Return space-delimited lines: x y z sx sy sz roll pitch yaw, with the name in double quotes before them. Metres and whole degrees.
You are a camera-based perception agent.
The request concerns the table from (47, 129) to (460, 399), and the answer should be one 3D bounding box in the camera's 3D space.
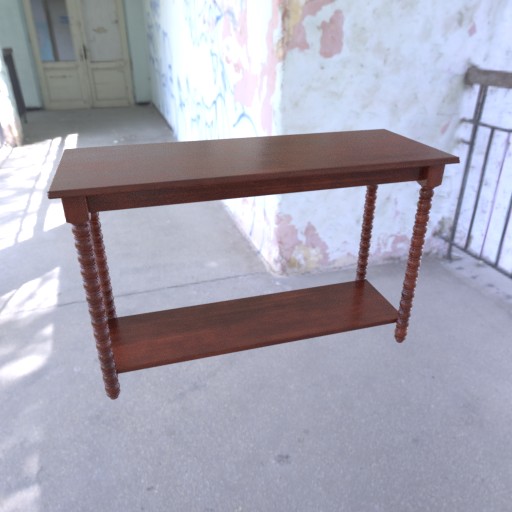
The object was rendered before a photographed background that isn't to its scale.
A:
"table" 0.000 0.000 1.577 1.184 0.740 0.459 -7 28 -14
